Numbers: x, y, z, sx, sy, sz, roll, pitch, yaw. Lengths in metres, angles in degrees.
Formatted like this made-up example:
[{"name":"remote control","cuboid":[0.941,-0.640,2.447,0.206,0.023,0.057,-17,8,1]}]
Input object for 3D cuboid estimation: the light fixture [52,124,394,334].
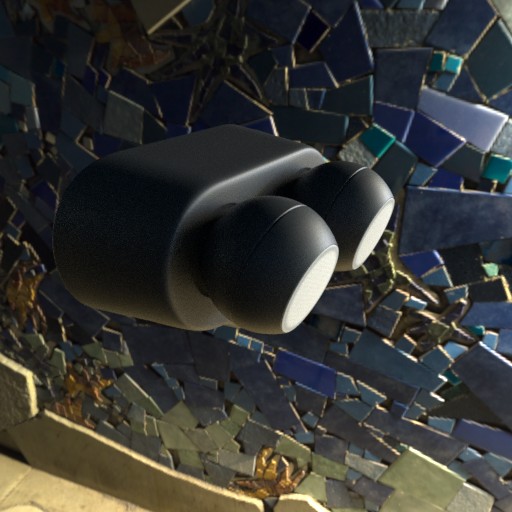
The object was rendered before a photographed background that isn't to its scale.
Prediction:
[{"name":"light fixture","cuboid":[0.000,0.000,0.336,0.159,0.159,0.229,18,32,31]}]
